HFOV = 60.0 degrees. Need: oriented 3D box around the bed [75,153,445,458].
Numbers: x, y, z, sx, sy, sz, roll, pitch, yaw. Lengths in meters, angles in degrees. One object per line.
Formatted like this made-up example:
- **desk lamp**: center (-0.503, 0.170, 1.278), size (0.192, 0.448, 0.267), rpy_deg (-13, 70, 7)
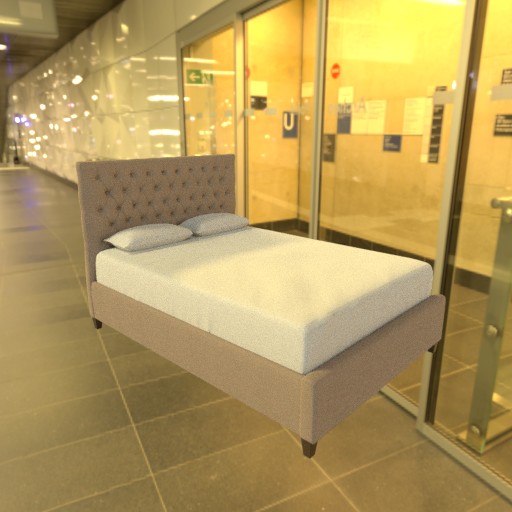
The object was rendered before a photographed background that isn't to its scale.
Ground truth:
- **bed**: center (0.000, 0.000, 3.468), size (2.387, 1.427, 1.698), rpy_deg (15, 21, 41)
